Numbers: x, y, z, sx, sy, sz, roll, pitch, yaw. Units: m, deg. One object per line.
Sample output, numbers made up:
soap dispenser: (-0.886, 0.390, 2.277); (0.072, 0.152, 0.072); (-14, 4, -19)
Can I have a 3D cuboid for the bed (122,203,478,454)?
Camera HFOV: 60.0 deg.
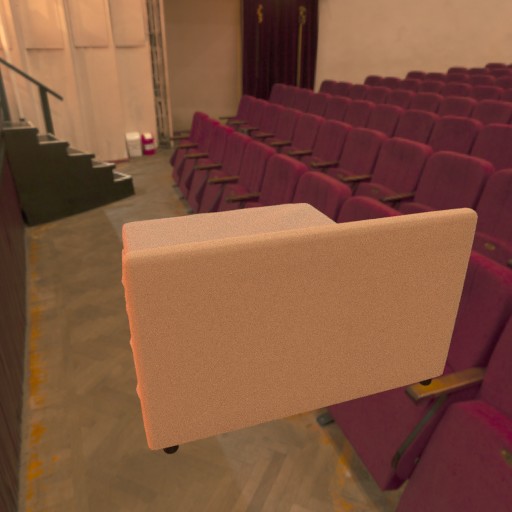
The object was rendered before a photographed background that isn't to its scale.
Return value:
bed: (0.000, 0.000, 3.573); (2.119, 1.317, 2.341); (-8, 26, -17)
